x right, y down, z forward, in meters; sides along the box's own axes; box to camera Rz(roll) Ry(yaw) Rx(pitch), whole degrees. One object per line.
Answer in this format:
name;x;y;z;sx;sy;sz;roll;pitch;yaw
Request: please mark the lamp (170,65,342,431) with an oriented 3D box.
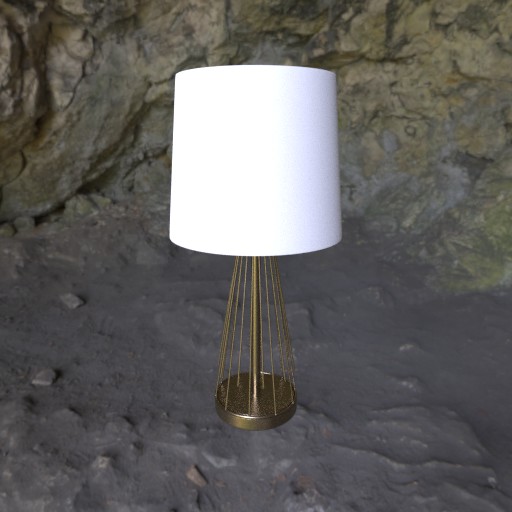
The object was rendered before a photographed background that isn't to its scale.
lamp;0.000;0.000;0.804;0.303;0.618;0.303;0;15;0
